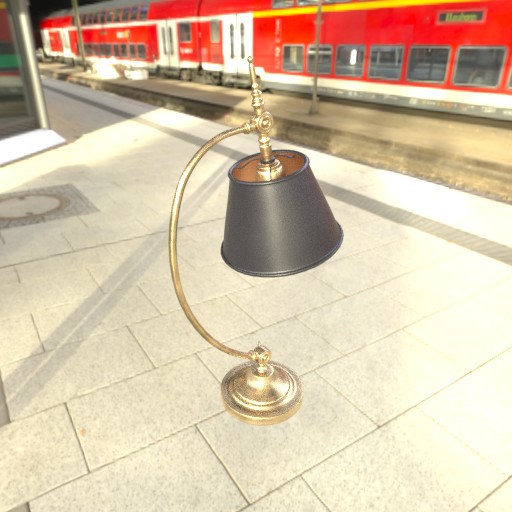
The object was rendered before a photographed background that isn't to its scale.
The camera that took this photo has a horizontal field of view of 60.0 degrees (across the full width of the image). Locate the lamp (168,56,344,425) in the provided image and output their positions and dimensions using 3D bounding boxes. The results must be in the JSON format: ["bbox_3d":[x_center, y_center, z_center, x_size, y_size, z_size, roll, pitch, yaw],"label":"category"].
[{"bbox_3d":[0.000,0.000,0.820,0.344,0.675,0.235,-17,31,-31],"label":"lamp"}]
